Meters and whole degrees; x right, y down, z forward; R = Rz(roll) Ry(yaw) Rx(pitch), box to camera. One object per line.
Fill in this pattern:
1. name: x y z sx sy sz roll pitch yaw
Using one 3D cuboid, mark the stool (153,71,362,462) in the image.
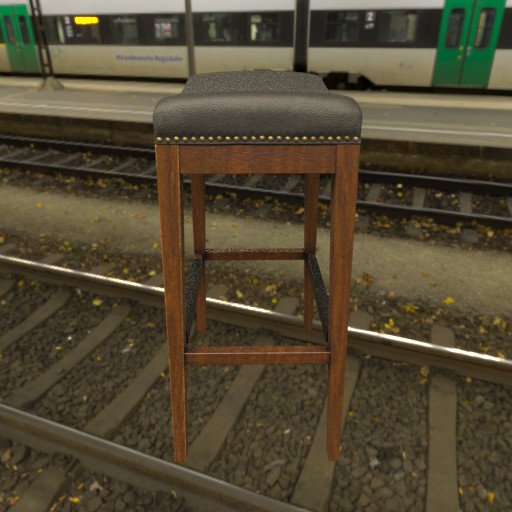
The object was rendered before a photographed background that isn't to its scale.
1. stool: 0.000 0.000 1.027 0.361 0.765 0.500 0 27 -1
